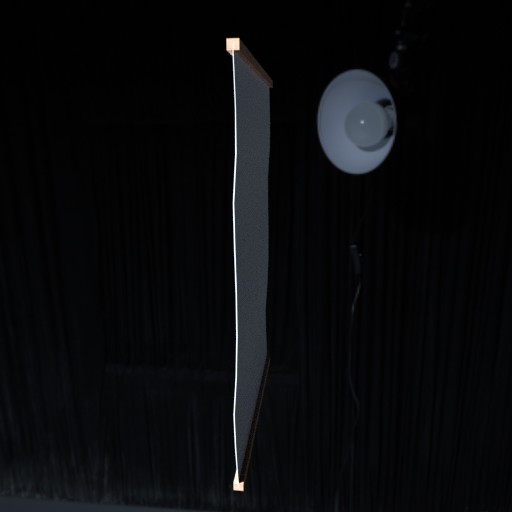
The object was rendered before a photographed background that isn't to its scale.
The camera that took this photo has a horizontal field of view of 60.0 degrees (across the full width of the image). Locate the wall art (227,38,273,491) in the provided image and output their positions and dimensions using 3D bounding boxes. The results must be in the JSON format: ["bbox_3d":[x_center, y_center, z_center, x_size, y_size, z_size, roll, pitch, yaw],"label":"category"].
[{"bbox_3d":[0.000,0.000,0.638,0.012,0.508,0.332,2,15,7],"label":"wall art"}]
